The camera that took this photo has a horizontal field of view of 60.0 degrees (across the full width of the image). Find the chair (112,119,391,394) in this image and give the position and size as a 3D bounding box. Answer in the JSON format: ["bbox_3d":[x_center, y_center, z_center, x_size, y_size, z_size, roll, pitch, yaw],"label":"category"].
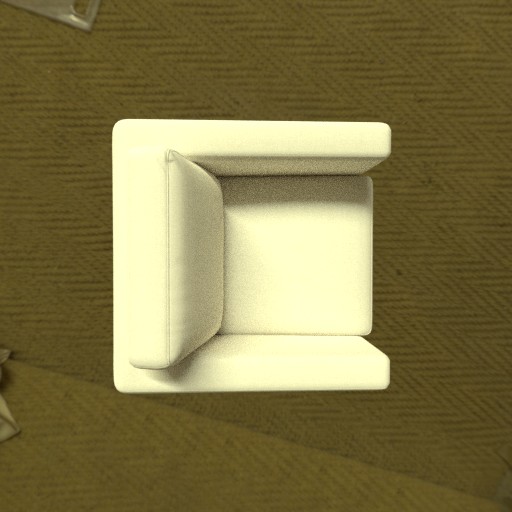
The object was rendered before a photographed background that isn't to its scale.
[{"bbox_3d":[0.000,0.000,1.564,0.879,0.899,0.831,0,91,-2],"label":"chair"}]
